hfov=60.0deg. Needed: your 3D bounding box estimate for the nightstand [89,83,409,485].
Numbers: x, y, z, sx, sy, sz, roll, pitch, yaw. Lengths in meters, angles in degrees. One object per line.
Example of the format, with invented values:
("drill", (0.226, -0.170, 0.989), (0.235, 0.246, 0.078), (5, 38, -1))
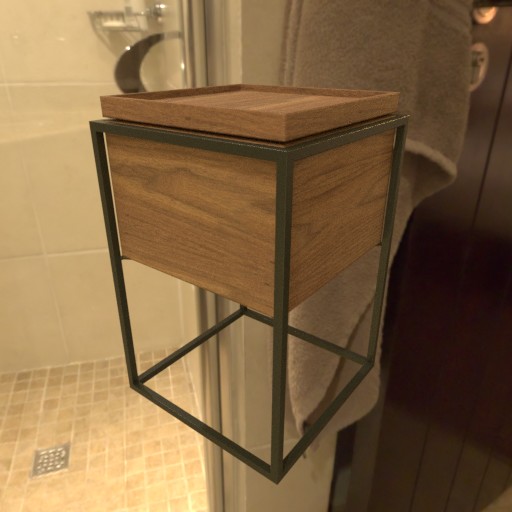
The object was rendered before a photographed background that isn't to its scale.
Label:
("nightstand", (0.000, 0.000, 0.881), (0.397, 0.607, 0.397), (18, 30, 33))
